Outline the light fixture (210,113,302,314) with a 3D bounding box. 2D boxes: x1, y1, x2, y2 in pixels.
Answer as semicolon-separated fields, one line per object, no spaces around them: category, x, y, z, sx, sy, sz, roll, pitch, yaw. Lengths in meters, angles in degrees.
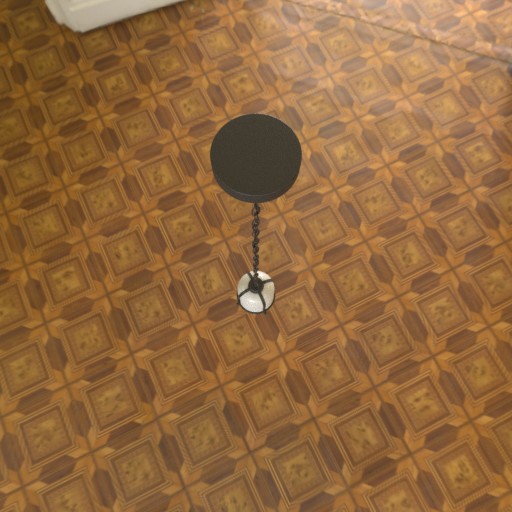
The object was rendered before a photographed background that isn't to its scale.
light fixture;0.000;0.000;1.267;0.178;1.181;0.178;-26;76;-7
